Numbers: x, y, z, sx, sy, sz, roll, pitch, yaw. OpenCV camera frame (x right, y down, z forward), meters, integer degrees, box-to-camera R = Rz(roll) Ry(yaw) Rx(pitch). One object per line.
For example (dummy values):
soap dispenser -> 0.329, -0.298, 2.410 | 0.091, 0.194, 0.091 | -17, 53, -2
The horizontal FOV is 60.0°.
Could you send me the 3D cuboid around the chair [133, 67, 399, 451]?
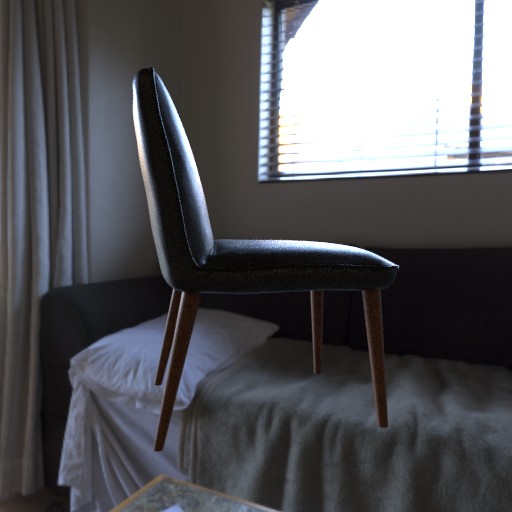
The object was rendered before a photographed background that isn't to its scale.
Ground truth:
chair -> 0.000, 0.000, 1.195 | 0.645, 0.801, 0.543 | -1, 2, -17
